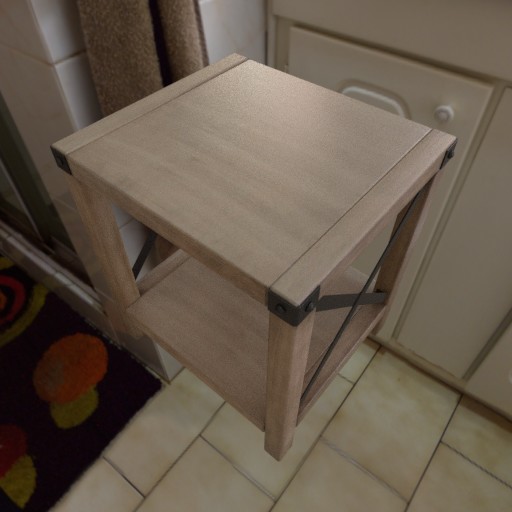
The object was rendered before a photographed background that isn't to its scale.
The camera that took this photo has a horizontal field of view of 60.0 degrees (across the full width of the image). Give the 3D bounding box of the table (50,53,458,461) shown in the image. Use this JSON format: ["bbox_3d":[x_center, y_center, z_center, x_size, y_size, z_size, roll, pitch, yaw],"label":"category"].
[{"bbox_3d":[0.000,0.000,0.925,0.510,0.561,0.459,32,55,25],"label":"table"}]
